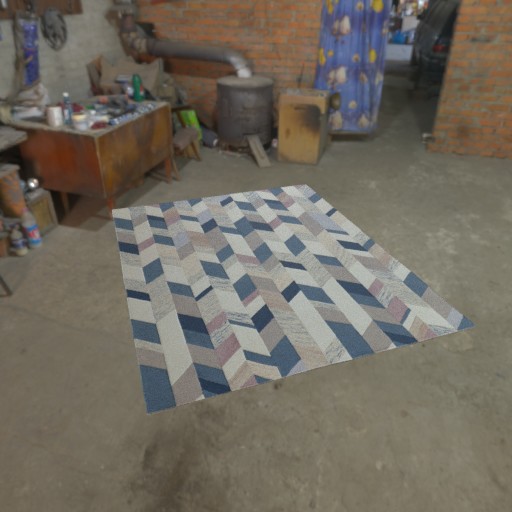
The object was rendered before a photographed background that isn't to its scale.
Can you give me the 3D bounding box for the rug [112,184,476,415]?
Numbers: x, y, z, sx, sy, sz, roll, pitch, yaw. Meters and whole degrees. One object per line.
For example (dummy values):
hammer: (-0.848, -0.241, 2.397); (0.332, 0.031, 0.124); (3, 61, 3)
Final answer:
rug: (0.000, 0.000, 4.202); (2.451, 0.011, 3.072); (-10, 32, -16)
